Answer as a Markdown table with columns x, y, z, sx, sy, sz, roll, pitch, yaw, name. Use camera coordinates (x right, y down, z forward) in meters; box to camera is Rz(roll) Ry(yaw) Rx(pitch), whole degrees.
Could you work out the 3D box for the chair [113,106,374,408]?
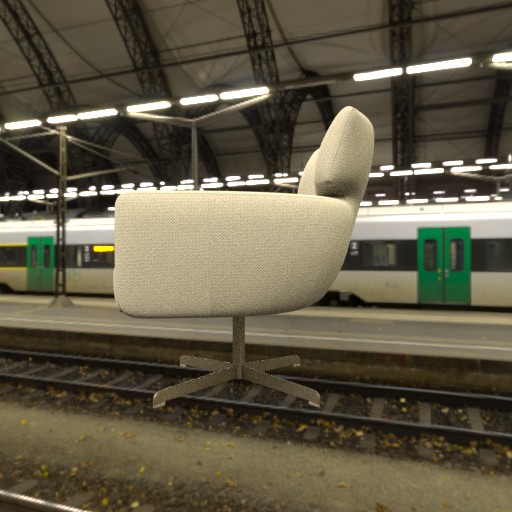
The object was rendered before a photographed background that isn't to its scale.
| x | y | z | sx | sy | sz | roll | pitch | yaw | name |
| --- | --- | --- | --- | --- | --- | --- | --- | --- | --- |
| 0.000 | 0.000 | 1.415 | 0.730 | 0.810 | 0.760 | 0 | 0 | -1 | chair |
